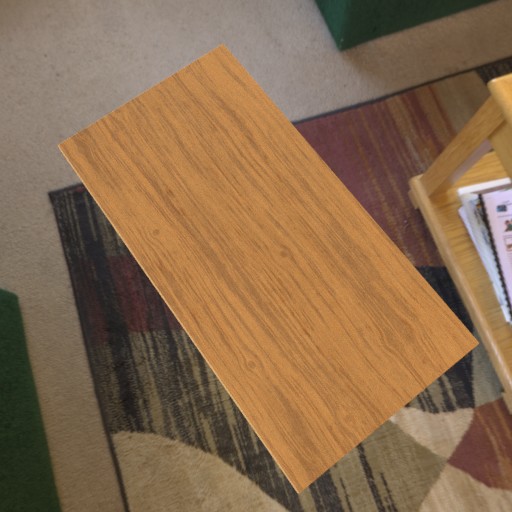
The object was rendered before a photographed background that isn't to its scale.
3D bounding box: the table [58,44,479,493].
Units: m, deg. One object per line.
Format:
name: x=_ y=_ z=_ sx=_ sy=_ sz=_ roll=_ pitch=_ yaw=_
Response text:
table: x=0.000 y=0.000 z=1.627 sx=0.693 sy=0.445 sz=1.331 roll=-36 pitch=78 yaw=-9
